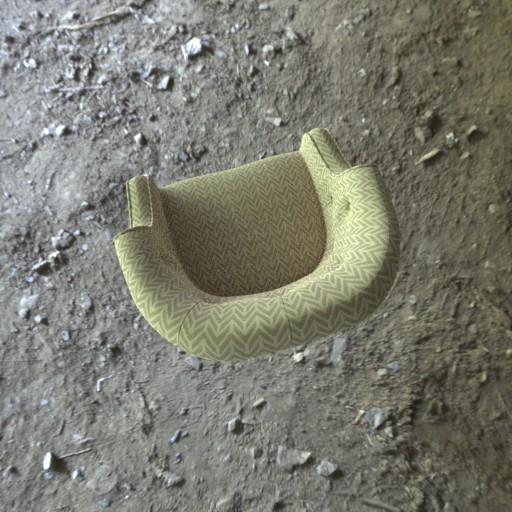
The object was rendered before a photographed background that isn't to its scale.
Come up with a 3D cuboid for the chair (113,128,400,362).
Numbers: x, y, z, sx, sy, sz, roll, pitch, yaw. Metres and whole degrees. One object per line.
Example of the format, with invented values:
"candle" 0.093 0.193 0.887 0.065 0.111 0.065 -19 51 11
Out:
"chair" 0.000 0.000 1.356 0.686 0.858 0.613 -16 76 -4
